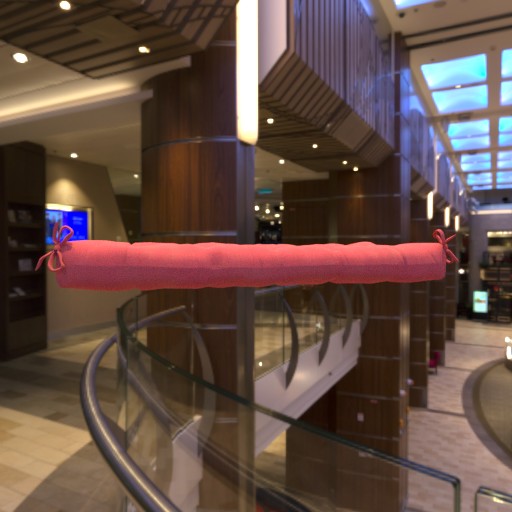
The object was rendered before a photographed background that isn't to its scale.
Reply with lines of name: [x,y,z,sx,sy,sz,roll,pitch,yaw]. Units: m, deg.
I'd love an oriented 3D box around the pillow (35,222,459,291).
pillow: [0.000,0.000,1.376,1.194,0.174,0.511,0,1,-18]
